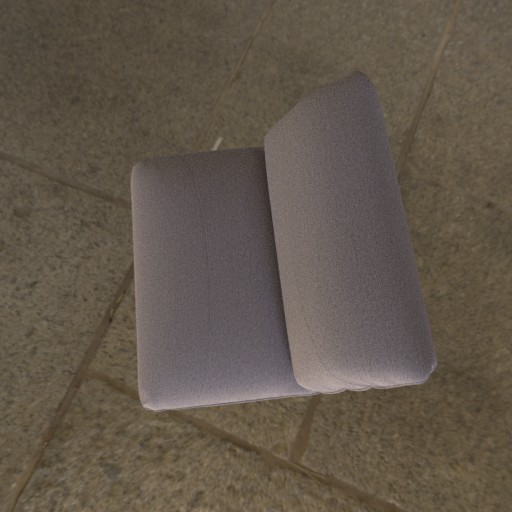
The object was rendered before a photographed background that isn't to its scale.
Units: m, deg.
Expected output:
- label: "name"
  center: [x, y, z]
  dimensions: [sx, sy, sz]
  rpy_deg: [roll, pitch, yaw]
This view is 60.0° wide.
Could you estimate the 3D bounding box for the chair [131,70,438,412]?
- label: "chair"
  center: [0.000, 0.000, 1.307]
  dimensions: [0.780, 0.580, 0.820]
  rpy_deg: [-6, 74, -2]
